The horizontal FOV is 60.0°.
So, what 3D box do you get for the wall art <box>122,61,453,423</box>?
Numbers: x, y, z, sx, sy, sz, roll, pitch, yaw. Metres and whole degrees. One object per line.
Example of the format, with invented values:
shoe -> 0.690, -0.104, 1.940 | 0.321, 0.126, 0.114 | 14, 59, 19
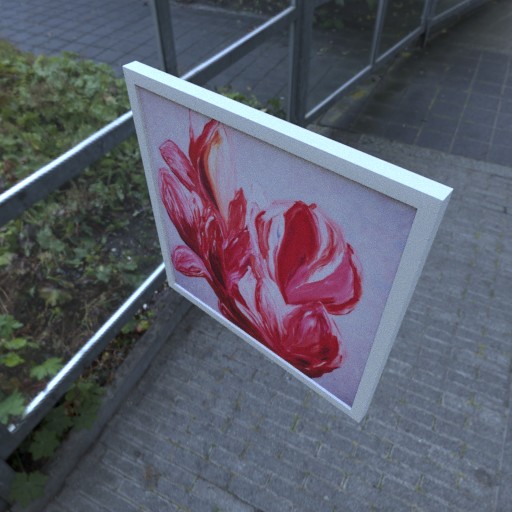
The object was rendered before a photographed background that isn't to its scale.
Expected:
wall art -> 0.000, 0.000, 0.664 | 0.455, 0.453, 0.023 | 31, 53, 27
